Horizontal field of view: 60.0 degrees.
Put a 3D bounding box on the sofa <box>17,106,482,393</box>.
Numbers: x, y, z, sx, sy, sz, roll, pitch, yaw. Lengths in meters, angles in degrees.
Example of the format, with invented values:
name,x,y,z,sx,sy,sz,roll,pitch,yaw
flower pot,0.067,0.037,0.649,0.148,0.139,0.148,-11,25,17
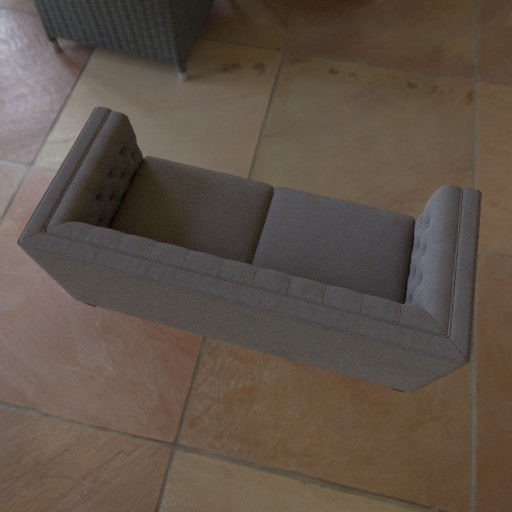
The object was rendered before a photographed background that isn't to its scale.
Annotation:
name,x,y,z,sx,sy,sz,roll,pitch,yaw
sofa,0.000,0.000,2.155,1.778,0.762,0.775,14,65,7
